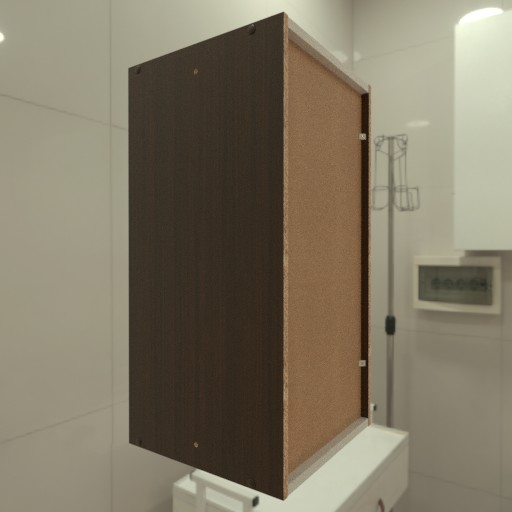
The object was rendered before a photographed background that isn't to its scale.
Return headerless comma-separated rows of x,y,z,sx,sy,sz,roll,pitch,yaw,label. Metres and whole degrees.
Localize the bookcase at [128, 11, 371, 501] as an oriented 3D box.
0.000,0.000,0.748,0.290,0.600,0.300,0,0,35,bookcase
